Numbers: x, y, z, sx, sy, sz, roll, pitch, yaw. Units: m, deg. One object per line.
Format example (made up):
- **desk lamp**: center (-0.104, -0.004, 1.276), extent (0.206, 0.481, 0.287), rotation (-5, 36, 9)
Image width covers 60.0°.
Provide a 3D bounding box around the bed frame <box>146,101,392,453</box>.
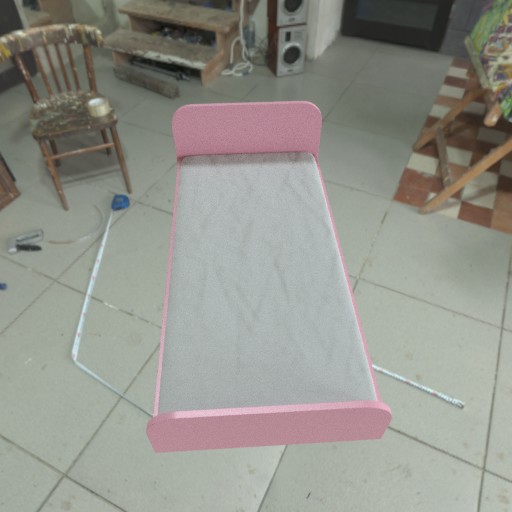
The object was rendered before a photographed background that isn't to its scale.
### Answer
- **bed frame**: center (0.000, 0.000, 2.491), extent (0.998, 0.805, 1.963), rotation (-3, 47, -2)
